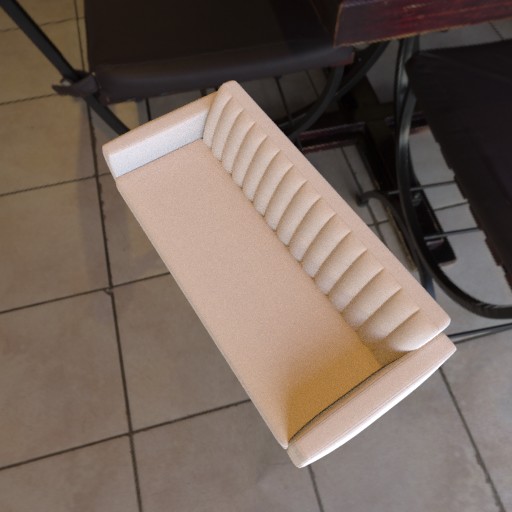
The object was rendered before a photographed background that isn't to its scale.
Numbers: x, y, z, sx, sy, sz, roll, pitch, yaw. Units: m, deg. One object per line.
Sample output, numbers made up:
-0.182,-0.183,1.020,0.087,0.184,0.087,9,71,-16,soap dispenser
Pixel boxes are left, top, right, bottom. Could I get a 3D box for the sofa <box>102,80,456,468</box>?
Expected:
0.000,0.000,2.751,0.990,0.821,2.291,-31,67,-15,sofa
